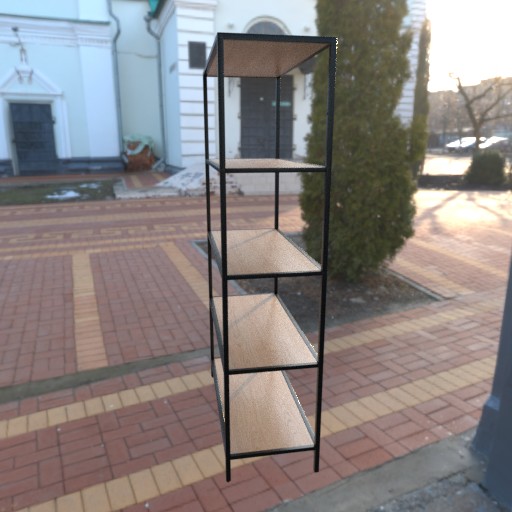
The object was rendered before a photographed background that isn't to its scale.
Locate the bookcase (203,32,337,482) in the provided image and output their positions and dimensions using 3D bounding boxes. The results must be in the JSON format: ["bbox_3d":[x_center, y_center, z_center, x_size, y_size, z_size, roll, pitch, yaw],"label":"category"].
[{"bbox_3d":[0.000,0.000,1.818,0.350,1.500,0.770,-2,15,-9],"label":"bookcase"}]
